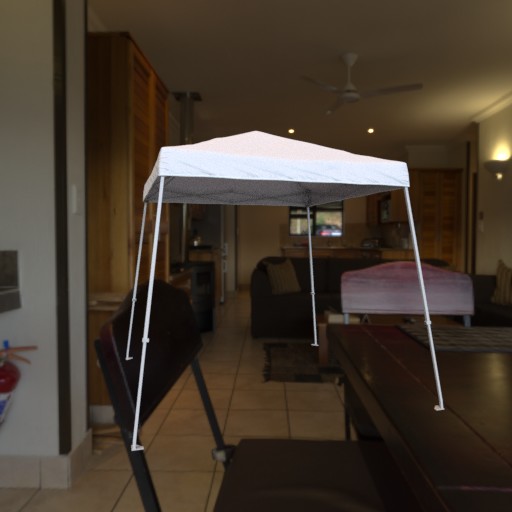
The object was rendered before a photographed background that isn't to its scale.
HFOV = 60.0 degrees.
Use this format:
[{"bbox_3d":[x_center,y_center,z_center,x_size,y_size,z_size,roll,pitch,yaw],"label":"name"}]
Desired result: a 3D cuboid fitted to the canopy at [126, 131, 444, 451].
[{"bbox_3d":[0.000,0.000,5.089,2.848,2.849,2.849,0,2,-17],"label":"canopy"}]
